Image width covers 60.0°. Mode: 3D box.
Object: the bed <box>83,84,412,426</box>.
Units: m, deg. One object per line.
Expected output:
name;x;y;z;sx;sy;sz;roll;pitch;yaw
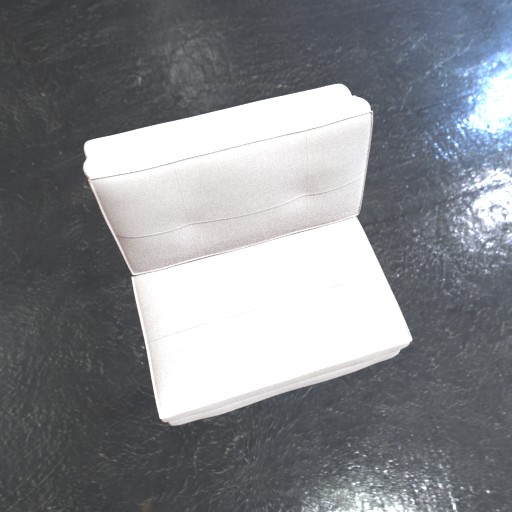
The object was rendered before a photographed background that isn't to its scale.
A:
bed;0.000;0.000;1.342;0.799;0.614;0.749;-15;65;-7
